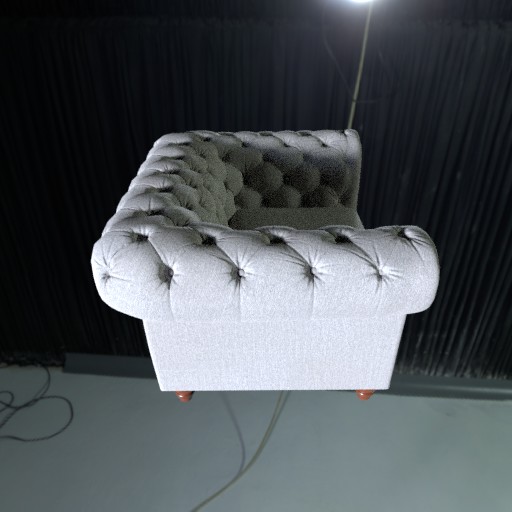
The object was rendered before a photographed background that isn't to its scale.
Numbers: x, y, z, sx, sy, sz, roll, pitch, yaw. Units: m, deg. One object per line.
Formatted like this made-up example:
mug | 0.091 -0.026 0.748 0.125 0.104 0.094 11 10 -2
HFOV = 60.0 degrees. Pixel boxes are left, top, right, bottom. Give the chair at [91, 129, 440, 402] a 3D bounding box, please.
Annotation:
chair | 0.000 0.000 1.847 0.976 0.770 1.270 0 32 -1
